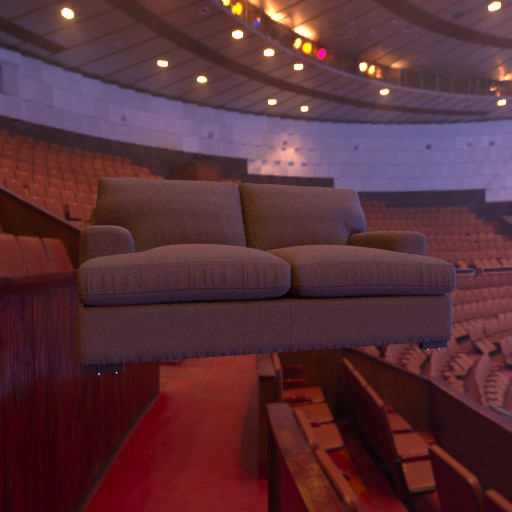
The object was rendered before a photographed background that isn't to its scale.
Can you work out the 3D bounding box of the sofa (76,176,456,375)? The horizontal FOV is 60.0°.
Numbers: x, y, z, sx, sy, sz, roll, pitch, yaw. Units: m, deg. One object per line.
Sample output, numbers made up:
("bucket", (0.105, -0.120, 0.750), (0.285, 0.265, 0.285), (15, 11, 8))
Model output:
("sofa", (0.000, 0.000, 2.516), (1.869, 0.950, 1.140), (0, 0, -17))
